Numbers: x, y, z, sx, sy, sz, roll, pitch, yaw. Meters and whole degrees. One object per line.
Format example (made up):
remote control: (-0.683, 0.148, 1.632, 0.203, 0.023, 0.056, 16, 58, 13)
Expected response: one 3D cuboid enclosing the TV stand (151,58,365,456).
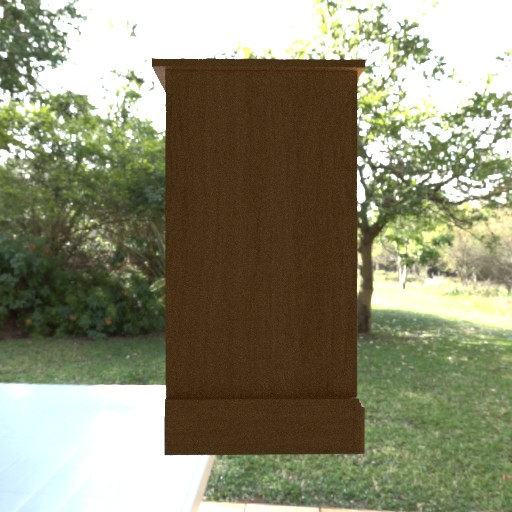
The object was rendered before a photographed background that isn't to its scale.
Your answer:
TV stand: (0.000, 0.000, 1.305, 0.430, 0.787, 0.851, 0, 0, -1)
